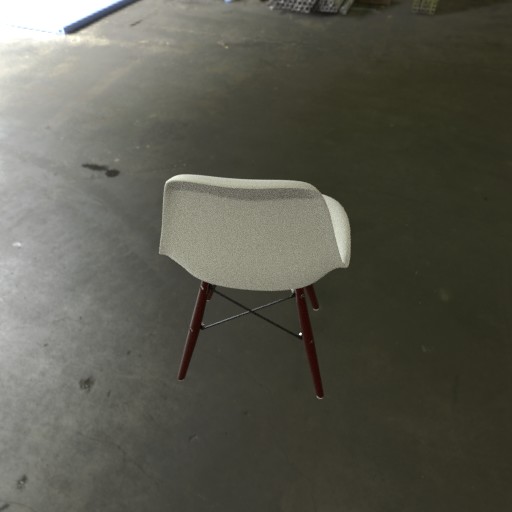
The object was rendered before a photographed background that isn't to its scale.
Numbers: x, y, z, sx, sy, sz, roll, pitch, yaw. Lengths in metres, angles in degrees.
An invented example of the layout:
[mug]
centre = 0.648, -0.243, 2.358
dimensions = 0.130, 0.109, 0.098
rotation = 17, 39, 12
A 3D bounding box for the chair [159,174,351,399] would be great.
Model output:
[chair]
centre = 0.000, 0.000, 1.131
dimensions = 0.470, 0.826, 0.533
rotation = 4, 46, 4
